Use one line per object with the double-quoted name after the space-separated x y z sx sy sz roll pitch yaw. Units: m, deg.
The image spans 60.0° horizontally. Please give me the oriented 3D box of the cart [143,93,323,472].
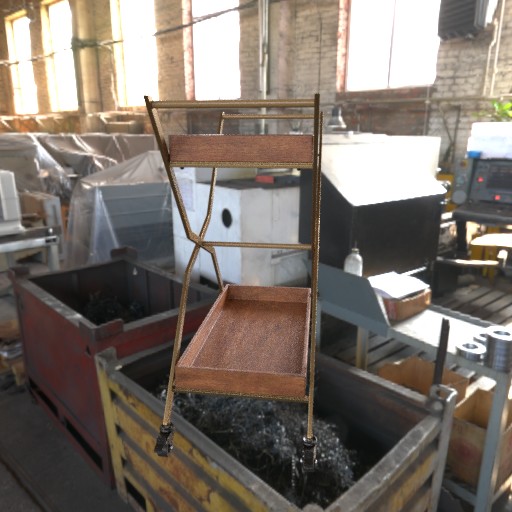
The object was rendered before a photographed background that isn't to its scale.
0.000 0.000 1.349 0.405 0.869 0.836 2 16 8 "cart"
